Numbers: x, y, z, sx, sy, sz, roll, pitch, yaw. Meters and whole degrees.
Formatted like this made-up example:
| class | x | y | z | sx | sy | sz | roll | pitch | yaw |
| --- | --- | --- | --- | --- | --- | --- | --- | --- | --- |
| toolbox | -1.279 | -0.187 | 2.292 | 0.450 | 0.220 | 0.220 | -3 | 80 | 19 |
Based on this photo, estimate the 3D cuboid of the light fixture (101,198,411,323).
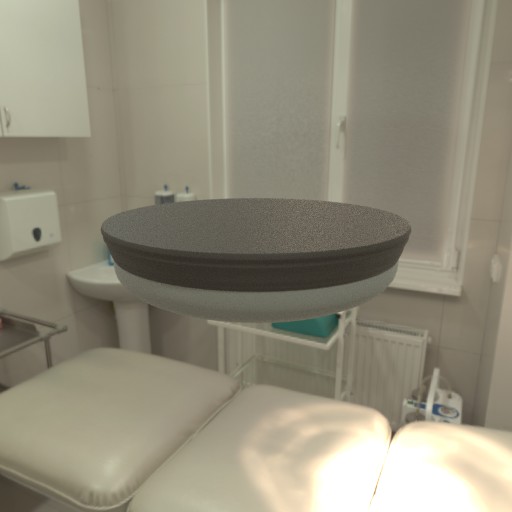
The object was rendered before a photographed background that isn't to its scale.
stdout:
| class | x | y | z | sx | sy | sz | roll | pitch | yaw |
| --- | --- | --- | --- | --- | --- | --- | --- | --- | --- |
| light fixture | 0.000 | 0.000 | 0.566 | 0.368 | 0.100 | 0.368 | 0 | 15 | 0 |
